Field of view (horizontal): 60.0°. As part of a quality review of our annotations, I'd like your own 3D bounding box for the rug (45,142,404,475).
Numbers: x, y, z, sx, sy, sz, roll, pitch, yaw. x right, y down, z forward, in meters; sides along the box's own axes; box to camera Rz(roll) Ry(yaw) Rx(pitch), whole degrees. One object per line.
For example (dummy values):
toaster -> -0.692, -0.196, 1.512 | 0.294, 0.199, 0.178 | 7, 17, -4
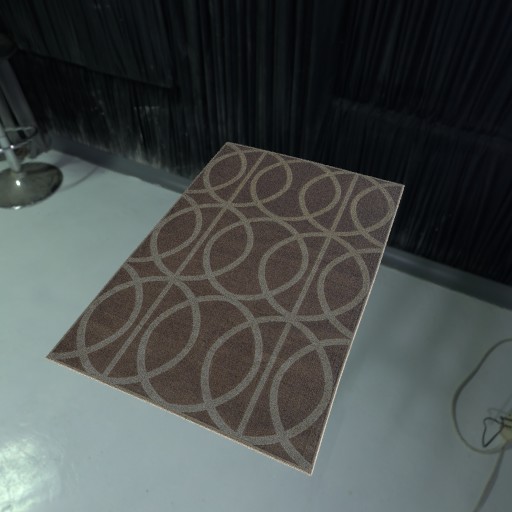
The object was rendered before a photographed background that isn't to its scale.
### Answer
rug -> 0.000, 0.000, 2.912 | 1.526, 0.014, 2.290 | 17, 49, 15
